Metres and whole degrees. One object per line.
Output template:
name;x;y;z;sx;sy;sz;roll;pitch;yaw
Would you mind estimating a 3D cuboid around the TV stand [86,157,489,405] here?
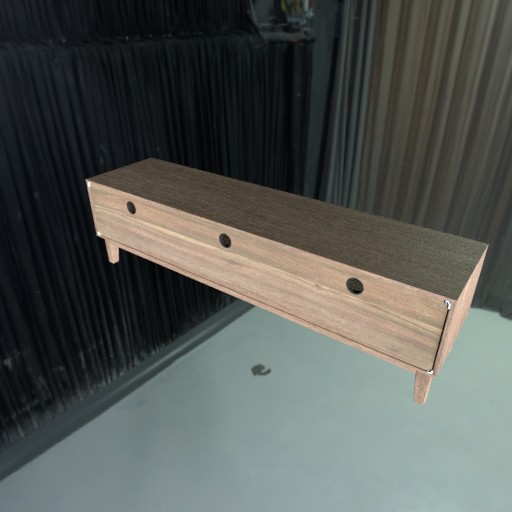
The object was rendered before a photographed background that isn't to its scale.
TV stand;0.000;0.000;1.697;1.482;0.409;0.366;20;35;30
